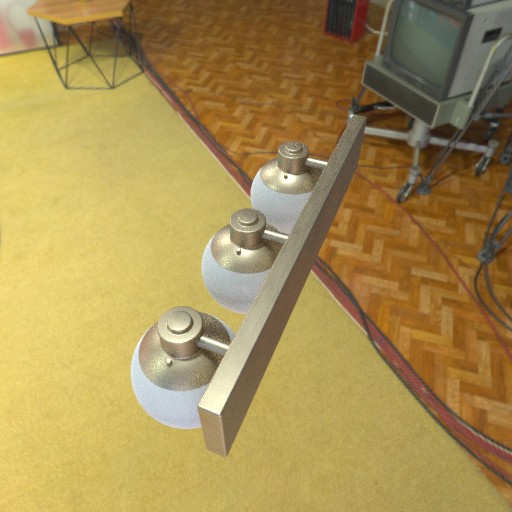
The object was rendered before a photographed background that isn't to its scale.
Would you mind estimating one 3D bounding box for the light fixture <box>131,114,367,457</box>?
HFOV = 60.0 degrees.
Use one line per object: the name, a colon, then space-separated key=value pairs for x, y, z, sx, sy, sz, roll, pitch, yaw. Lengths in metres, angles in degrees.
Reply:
light fixture: x=0.000 y=0.000 z=0.852 sx=0.218 sy=0.263 sz=0.721 roll=17 pitch=49 yaw=16
